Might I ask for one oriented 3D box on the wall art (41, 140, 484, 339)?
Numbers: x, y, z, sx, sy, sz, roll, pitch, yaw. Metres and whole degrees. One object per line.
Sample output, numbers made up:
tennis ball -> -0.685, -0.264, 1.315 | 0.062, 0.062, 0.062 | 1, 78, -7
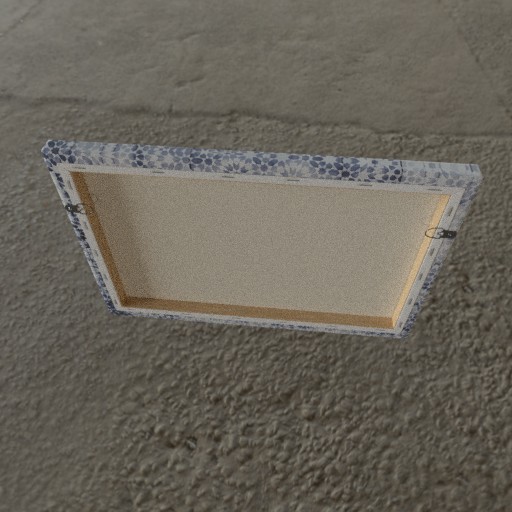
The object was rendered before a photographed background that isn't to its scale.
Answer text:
wall art -> 0.000, 0.000, 0.763 | 0.608, 0.406, 0.030 | 4, 48, 4
